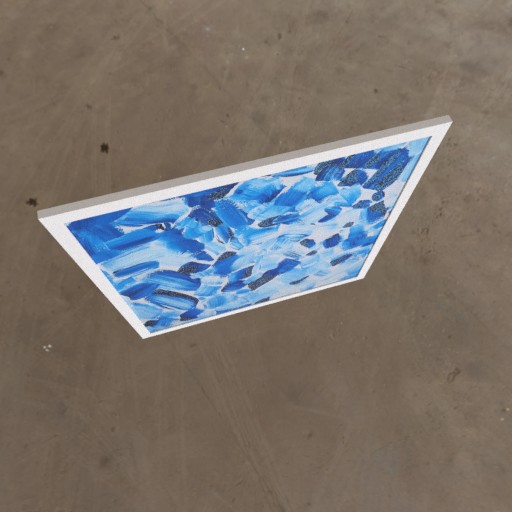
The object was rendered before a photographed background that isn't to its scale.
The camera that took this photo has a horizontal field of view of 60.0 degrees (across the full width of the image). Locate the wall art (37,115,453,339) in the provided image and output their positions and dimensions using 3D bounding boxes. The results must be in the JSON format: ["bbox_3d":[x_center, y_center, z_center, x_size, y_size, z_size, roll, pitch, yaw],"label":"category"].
[{"bbox_3d":[0.000,0.000,0.981,0.660,0.660,0.015,-15,65,-7],"label":"wall art"}]
